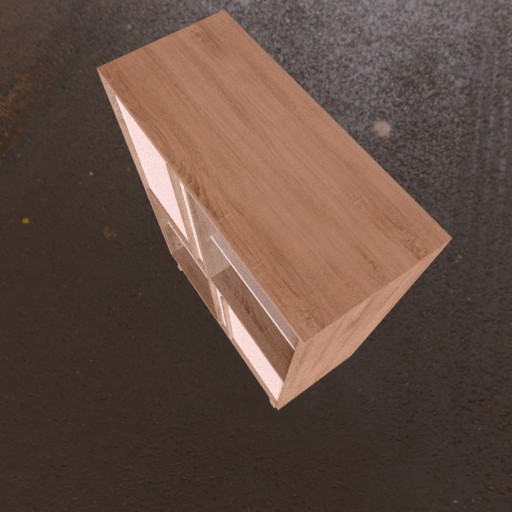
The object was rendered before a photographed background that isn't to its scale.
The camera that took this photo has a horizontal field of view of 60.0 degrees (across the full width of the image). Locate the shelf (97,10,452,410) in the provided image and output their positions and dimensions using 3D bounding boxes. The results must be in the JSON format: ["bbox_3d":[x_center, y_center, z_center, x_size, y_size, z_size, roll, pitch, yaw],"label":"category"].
[{"bbox_3d":[0.000,0.000,1.809,0.450,1.390,1.000,-32,69,-14],"label":"shelf"}]
